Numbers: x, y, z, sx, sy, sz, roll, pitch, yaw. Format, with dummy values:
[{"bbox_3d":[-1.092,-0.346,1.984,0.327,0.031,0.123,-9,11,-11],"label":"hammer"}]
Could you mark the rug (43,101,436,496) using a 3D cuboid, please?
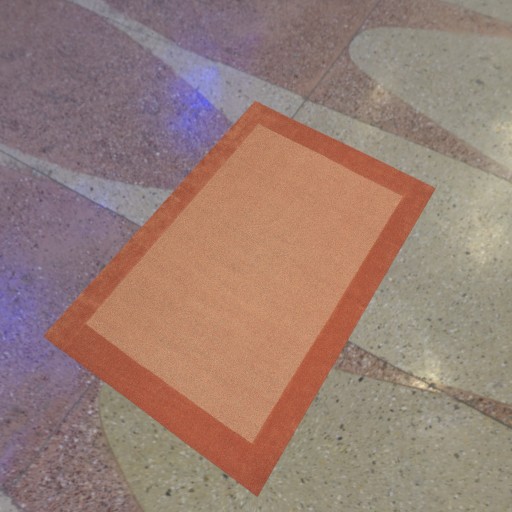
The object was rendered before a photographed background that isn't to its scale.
[{"bbox_3d":[0.000,0.000,2.299,1.219,0.014,1.829,30,67,14],"label":"rug"}]
